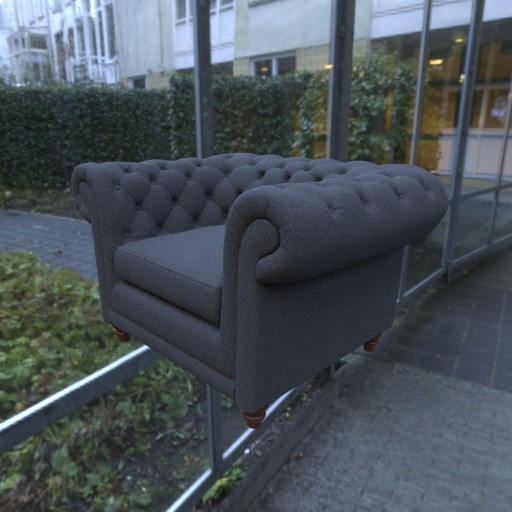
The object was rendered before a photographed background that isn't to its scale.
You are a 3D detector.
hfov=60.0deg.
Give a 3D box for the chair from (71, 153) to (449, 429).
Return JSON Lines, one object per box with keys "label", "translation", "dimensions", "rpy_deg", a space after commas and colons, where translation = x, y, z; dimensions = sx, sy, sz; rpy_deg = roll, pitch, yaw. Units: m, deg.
{"label": "chair", "translation": [0.000, 0.000, 1.847], "dimensions": [1.270, 0.770, 0.976], "rpy_deg": [16, 23, 43]}
